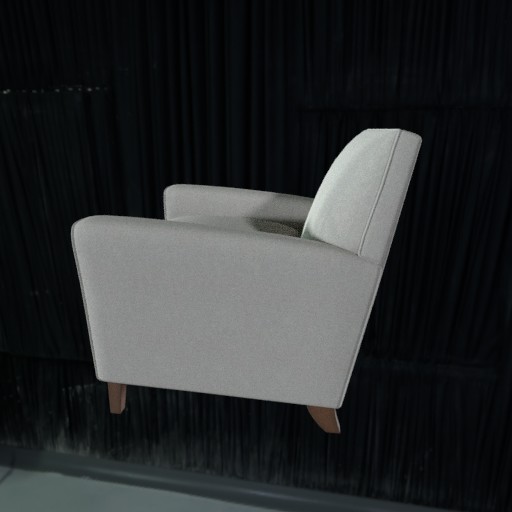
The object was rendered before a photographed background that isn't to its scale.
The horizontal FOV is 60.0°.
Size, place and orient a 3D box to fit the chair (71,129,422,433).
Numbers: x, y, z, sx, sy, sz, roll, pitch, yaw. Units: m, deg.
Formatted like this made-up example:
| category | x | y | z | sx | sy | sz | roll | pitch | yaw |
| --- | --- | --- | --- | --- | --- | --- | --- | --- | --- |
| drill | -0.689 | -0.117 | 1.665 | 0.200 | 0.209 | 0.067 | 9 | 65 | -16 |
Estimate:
| category | x | y | z | sx | sy | sz | roll | pitch | yaw |
| --- | --- | --- | --- | --- | --- | --- | --- | --- | --- |
| chair | 0.000 | 0.000 | 1.536 | 0.871 | 0.846 | 0.840 | 2 | 16 | 8 |
